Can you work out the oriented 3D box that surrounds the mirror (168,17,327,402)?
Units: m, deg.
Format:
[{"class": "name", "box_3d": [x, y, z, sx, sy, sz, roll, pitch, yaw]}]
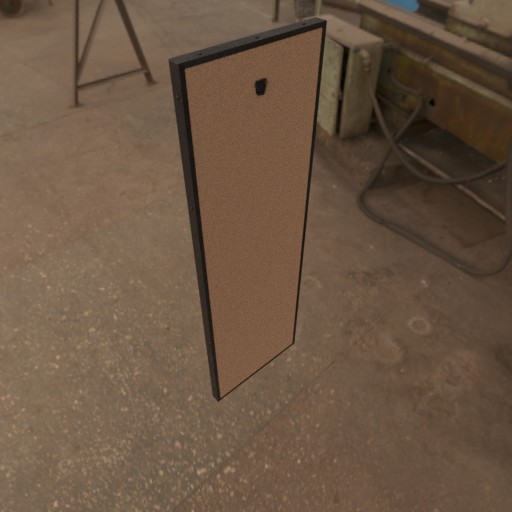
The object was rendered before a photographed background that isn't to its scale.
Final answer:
[{"class": "mirror", "box_3d": [0.000, 0.000, 1.163, 0.354, 1.080, 0.042, -31, 52, -29]}]
